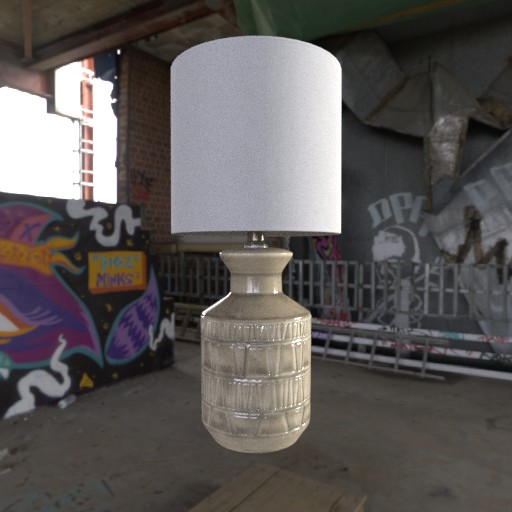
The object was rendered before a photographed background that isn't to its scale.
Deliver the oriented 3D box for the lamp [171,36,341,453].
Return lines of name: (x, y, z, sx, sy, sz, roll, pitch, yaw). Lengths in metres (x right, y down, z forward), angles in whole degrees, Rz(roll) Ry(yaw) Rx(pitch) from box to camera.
lamp: (0.000, 0.000, 0.562, 0.211, 0.455, 0.211, -1, 1, -37)
